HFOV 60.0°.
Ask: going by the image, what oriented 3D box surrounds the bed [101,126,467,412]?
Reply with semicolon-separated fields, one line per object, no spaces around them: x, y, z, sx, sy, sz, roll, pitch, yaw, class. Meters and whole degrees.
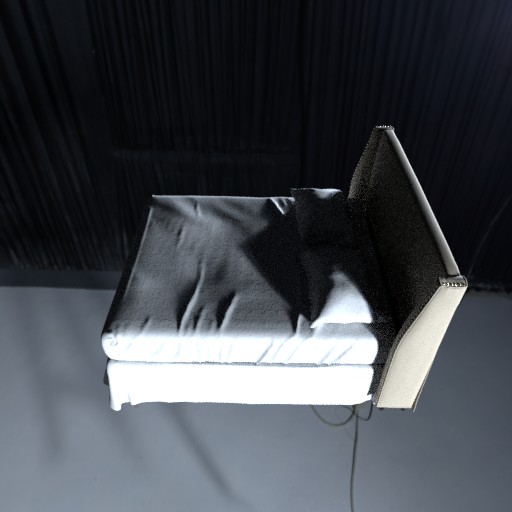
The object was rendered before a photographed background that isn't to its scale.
0.000;0.000;3.457;2.276;1.332;1.925;1;42;1;bed
